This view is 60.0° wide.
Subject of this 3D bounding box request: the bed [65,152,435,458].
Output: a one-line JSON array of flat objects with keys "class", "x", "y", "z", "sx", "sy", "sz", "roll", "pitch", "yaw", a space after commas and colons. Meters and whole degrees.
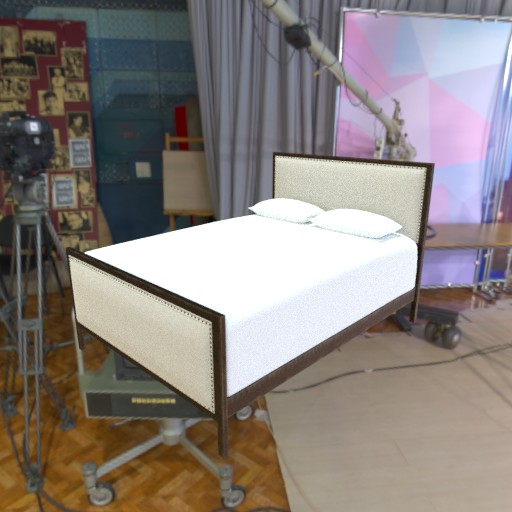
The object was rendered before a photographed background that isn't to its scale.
[{"class": "bed", "x": 0.000, "y": 0.000, "z": 3.307, "sx": 1.607, "sy": 1.313, "sz": 2.221, "roll": 16, "pitch": 24, "yaw": 41}]
